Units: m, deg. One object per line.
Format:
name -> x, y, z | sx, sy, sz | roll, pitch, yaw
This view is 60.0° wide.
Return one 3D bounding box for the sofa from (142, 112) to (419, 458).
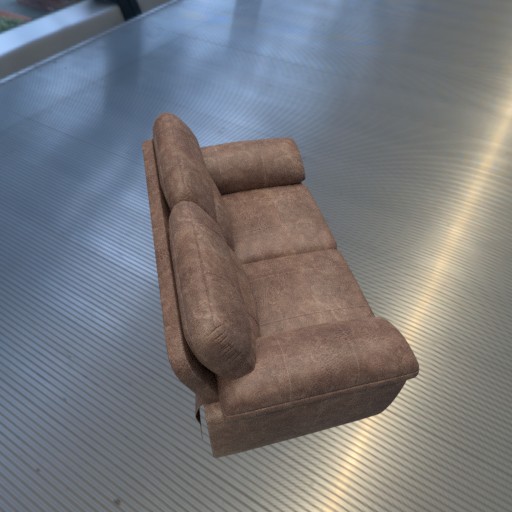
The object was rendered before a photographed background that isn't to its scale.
sofa -> 0.000, 0.000, 2.359 | 0.991, 0.991, 1.753 | -10, 47, -9
